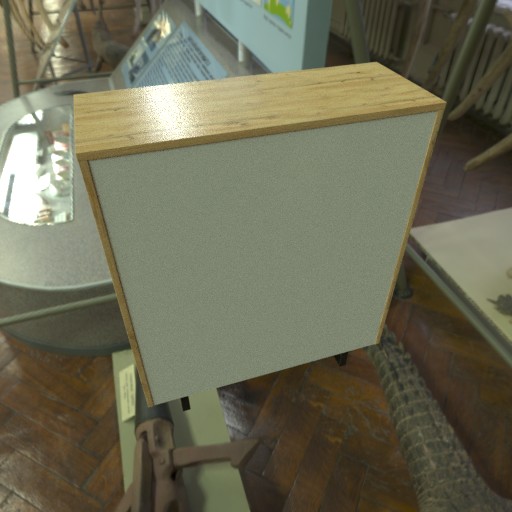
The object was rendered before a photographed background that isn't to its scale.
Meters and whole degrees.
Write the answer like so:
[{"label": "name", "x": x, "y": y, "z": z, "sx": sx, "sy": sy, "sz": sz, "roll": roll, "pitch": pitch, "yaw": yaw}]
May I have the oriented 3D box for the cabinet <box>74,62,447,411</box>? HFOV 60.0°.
[{"label": "cabinet", "x": 0.000, "y": 0.000, "z": 1.943, "sx": 1.168, "sy": 1.397, "sz": 0.473, "roll": -12, "pitch": 41, "yaw": -14}]
